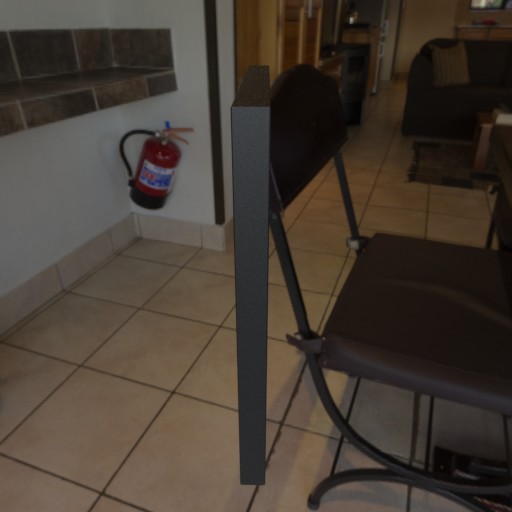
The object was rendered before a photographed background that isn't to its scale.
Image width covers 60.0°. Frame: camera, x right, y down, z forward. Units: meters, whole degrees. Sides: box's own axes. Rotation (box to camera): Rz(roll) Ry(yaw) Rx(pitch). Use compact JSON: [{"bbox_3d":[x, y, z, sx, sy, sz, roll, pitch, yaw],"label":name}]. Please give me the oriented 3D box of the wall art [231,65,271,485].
[{"bbox_3d":[0.000,0.000,0.746,0.039,0.555,0.449,1,28,1],"label":"wall art"}]
